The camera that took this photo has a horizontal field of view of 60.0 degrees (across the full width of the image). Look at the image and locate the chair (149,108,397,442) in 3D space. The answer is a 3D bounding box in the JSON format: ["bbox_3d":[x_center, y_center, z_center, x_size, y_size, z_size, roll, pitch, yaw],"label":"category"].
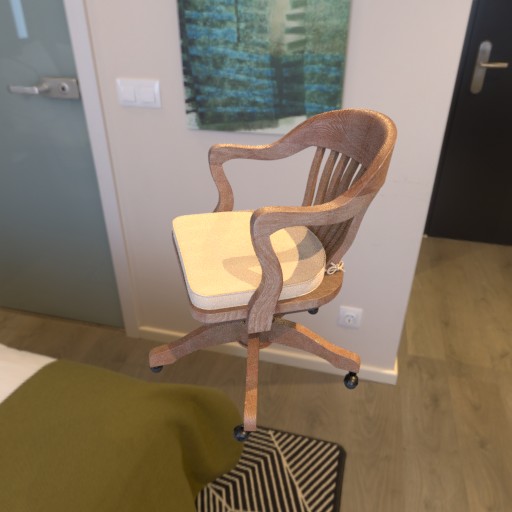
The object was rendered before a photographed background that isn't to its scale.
[{"bbox_3d":[0.000,0.000,1.466,0.788,0.878,0.750,-8,31,-14],"label":"chair"}]
